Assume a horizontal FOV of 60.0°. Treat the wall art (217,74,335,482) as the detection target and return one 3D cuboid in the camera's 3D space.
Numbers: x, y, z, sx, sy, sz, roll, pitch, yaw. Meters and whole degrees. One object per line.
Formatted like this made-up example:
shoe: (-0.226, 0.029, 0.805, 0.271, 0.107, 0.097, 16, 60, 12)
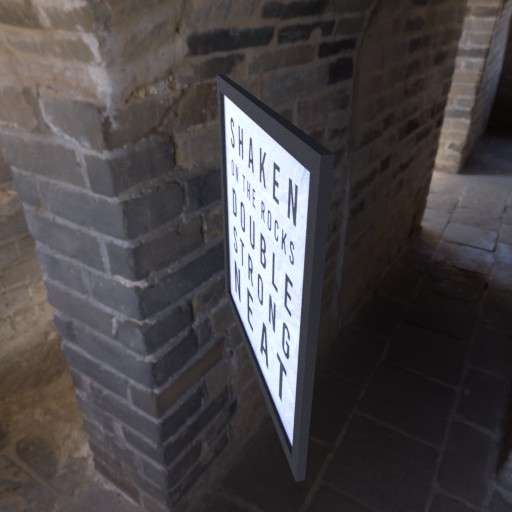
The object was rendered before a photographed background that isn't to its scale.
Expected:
wall art: (0.000, 0.000, 0.681, 0.013, 0.458, 0.456, -8, 31, -13)
